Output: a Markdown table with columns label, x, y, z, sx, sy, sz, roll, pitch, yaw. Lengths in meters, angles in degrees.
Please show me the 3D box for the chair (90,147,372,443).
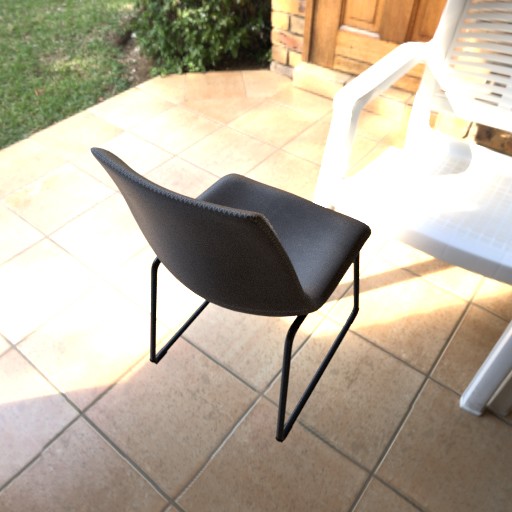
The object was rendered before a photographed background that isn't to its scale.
| label | x | y | z | sx | sy | sz | roll | pitch | yaw |
| --- | --- | --- | --- | --- | --- | --- | --- | --- | --- |
| chair | 0.000 | 0.000 | 1.105 | 0.460 | 0.780 | 0.550 | 25 | 51 | 22 |
